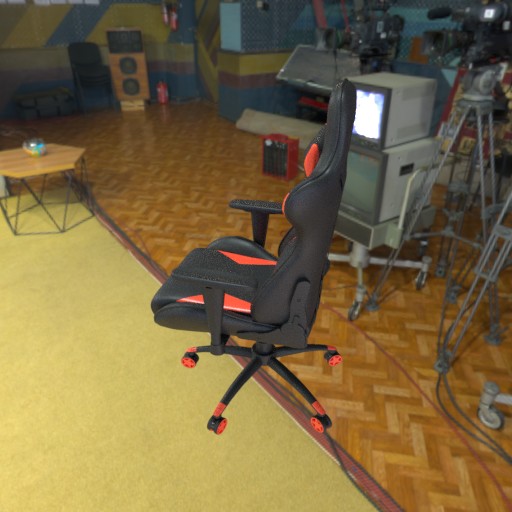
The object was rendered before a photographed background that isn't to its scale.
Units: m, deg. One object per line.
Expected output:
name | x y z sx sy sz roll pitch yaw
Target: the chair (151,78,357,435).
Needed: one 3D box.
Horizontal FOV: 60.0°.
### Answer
chair | 0.000 0.000 1.692 0.730 1.282 0.695 8 31 13
